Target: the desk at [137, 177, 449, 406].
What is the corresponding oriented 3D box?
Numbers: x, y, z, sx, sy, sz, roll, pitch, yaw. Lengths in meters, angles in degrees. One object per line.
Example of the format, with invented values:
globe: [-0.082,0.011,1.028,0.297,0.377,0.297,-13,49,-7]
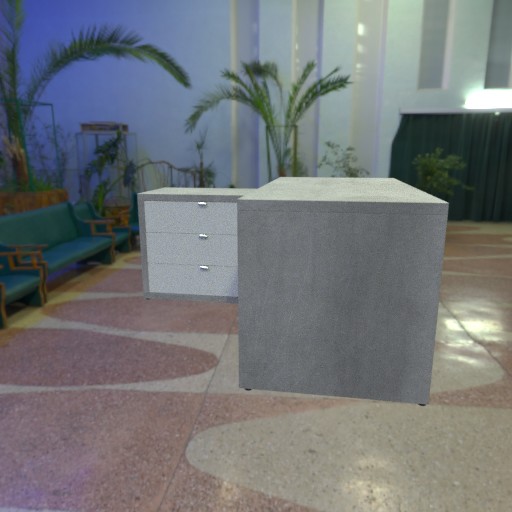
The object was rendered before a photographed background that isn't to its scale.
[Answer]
desk: [0.000,0.000,2.311,1.500,0.740,1.400,2,14,9]
